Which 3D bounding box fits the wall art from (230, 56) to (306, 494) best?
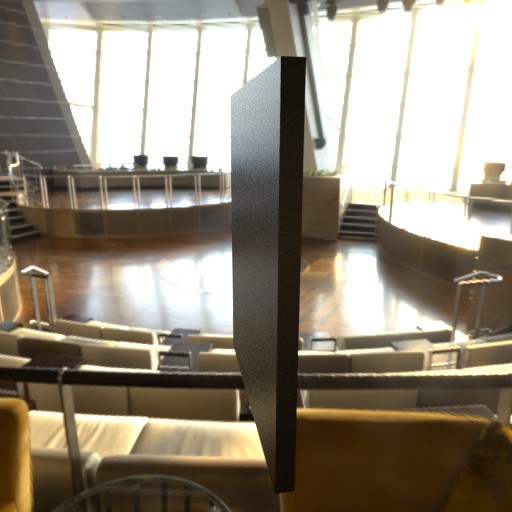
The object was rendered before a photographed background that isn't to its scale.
[{"bbox_3d":[0.000,0.000,0.758,0.028,0.557,0.457,-3,15,-10],"label":"wall art"}]
